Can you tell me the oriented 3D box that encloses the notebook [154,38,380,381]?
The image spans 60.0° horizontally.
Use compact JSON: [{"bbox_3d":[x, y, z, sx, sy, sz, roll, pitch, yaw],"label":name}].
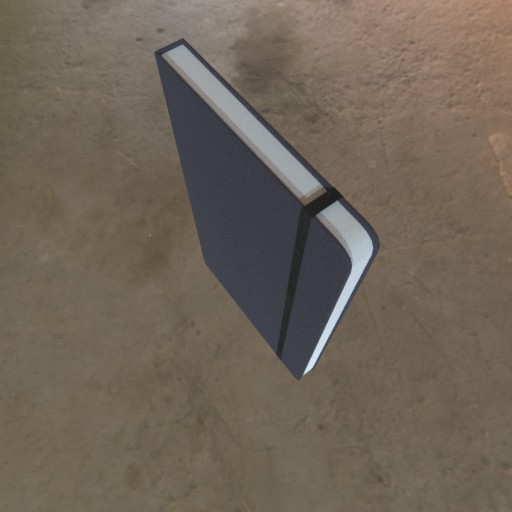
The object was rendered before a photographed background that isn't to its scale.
[{"bbox_3d":[0.000,0.000,0.266,0.016,0.213,0.127,-34,68,-16],"label":"notebook"}]
